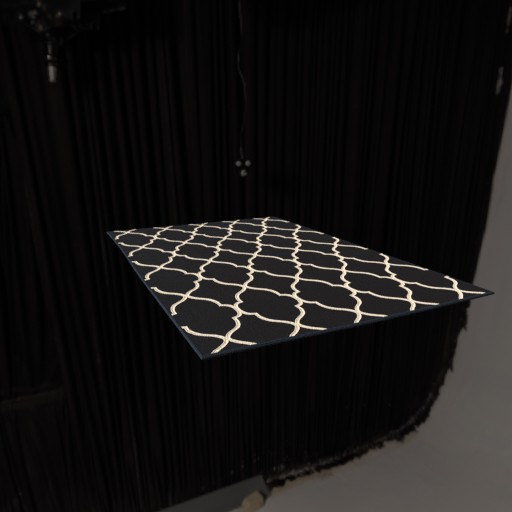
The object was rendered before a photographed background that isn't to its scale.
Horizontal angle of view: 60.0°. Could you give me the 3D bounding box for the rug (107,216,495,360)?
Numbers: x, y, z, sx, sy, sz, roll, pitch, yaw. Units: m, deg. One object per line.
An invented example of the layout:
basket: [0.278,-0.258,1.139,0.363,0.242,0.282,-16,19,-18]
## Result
rug: [0.000,0.000,2.849,1.528,0.014,2.294,-7,17,-25]
